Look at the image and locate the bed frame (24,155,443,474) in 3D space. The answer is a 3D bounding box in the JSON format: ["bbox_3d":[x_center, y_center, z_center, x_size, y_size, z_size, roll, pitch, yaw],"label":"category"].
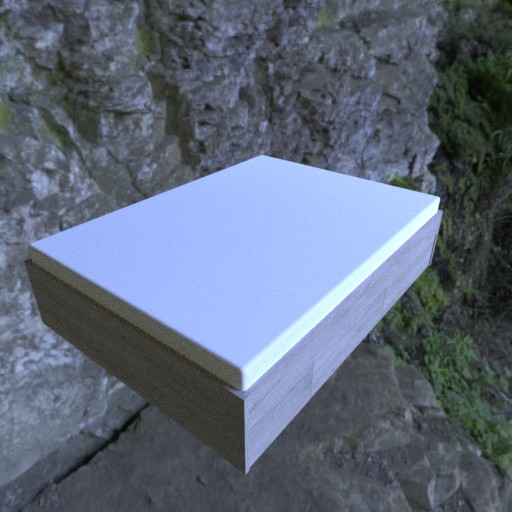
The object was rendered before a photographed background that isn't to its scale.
[{"bbox_3d":[0.000,0.000,2.582,1.448,0.490,1.944,22,36,33],"label":"bed frame"}]
